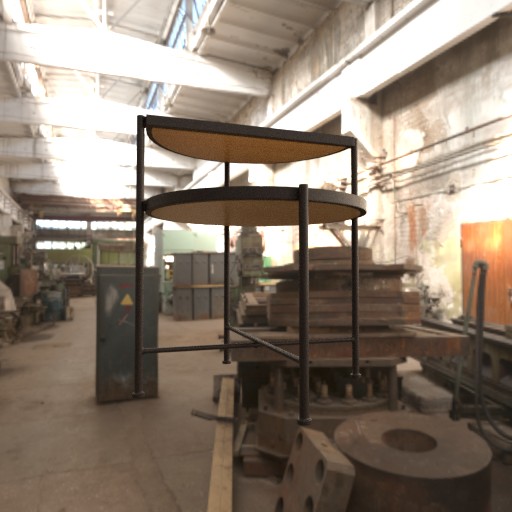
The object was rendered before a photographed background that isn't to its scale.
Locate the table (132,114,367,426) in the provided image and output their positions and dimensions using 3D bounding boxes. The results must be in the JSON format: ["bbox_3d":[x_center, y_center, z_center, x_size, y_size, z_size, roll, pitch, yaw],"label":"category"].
[{"bbox_3d":[0.000,0.000,1.176,0.629,0.684,0.628,1,-2,-19],"label":"table"}]
